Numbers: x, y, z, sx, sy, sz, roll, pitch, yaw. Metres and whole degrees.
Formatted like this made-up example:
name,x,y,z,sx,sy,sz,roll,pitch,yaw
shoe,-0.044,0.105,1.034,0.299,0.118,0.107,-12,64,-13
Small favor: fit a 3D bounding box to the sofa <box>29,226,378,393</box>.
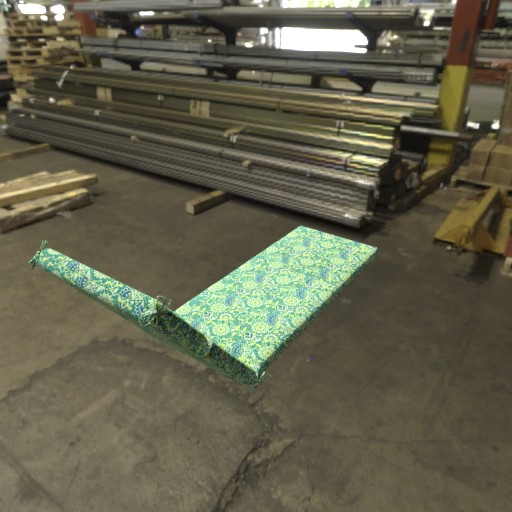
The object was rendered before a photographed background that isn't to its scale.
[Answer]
name,x,y,z,sx,sy,sz,roll,pitch,yaw
sofa,0.000,0.000,1.927,0.582,0.622,1.663,19,35,31
